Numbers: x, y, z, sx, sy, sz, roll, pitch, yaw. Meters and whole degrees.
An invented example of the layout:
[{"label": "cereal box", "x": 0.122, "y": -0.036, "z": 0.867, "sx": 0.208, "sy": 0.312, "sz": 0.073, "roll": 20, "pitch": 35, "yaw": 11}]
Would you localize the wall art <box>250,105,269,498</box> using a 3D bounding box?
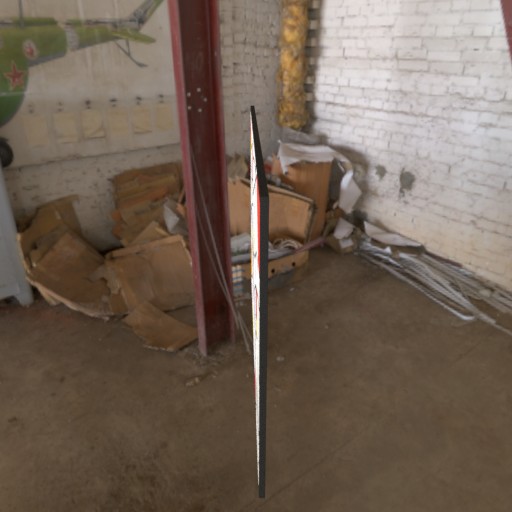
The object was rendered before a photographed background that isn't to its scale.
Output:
[{"label": "wall art", "x": 0.000, "y": 0.000, "z": 1.220, "sx": 0.013, "sy": 0.665, "sz": 0.963, "roll": -1, "pitch": 26, "yaw": -1}]
